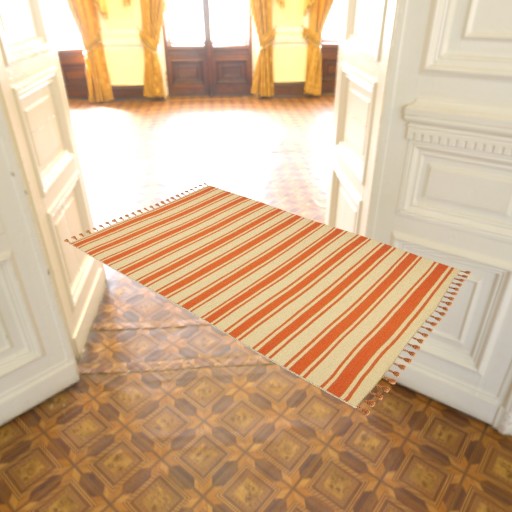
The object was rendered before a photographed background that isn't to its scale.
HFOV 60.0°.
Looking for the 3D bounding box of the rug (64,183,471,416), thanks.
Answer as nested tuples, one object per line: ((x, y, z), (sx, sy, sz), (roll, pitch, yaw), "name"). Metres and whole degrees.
((0.000, 0.000, 2.584), (2.092, 0.017, 1.232), (23, 38, 33), "rug")
